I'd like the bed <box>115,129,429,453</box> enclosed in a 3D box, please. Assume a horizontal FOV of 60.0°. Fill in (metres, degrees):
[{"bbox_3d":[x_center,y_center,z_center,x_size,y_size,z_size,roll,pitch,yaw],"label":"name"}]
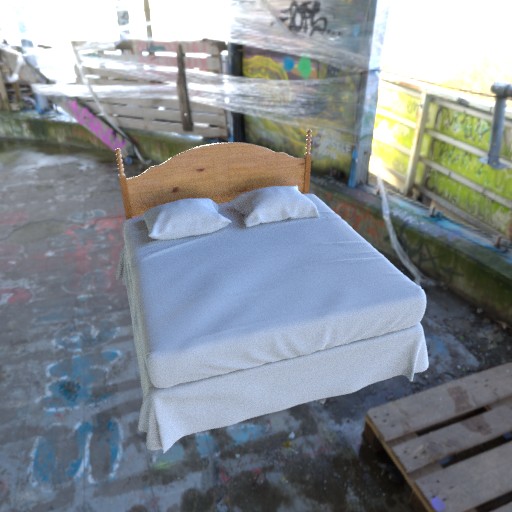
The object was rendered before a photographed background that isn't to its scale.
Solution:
[{"bbox_3d":[0.000,0.000,3.669,2.322,1.355,2.219,-10,33,-16],"label":"bed"}]
